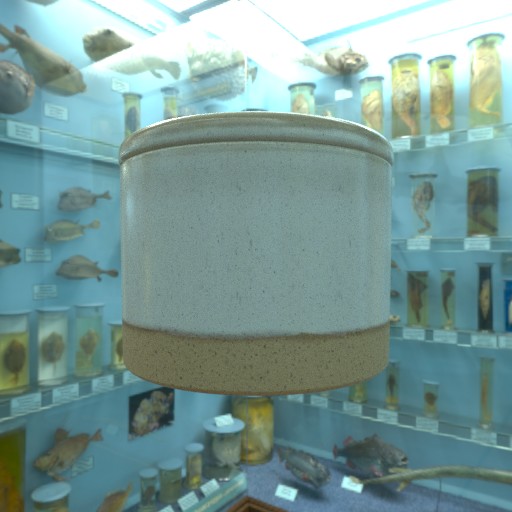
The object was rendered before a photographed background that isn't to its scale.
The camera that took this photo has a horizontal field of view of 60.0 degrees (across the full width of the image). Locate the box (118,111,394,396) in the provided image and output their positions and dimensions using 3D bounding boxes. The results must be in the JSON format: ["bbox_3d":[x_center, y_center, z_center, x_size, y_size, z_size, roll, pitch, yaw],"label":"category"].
[{"bbox_3d":[0.000,0.000,0.260,0.154,0.123,0.154,0,0,0],"label":"box"}]
